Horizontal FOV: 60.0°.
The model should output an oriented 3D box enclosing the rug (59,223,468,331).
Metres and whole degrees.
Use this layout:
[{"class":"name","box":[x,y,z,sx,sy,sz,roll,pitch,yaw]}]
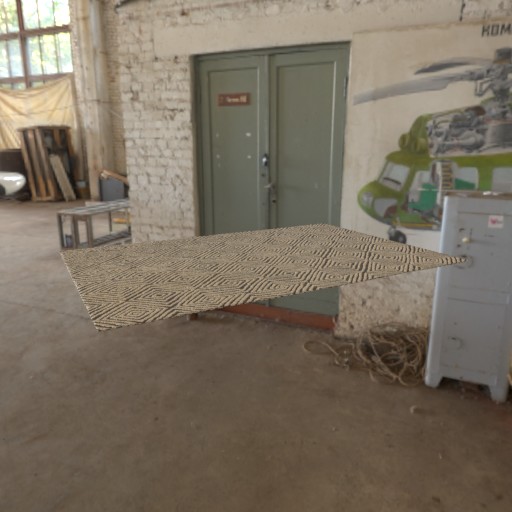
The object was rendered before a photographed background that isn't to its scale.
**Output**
[{"class":"rug","box":[0.000,0.000,2.271,1.750,0.004,1.177,-8,16,-28]}]
